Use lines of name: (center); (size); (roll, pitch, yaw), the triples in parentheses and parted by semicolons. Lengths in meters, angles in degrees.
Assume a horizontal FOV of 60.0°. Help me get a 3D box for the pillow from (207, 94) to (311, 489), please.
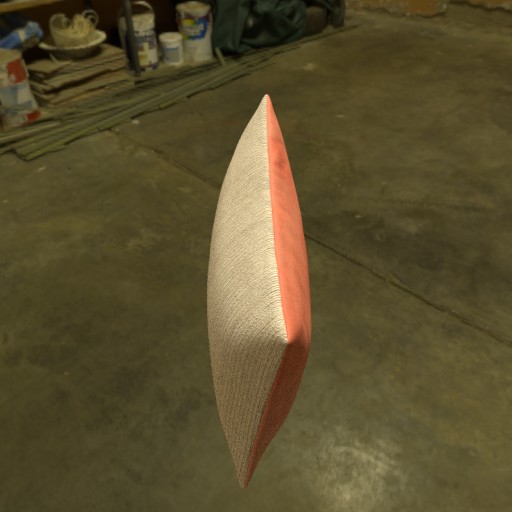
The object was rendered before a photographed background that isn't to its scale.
pillow: (0.000, 0.000, 0.727); (0.155, 0.307, 0.608); (0, 40, -1)
